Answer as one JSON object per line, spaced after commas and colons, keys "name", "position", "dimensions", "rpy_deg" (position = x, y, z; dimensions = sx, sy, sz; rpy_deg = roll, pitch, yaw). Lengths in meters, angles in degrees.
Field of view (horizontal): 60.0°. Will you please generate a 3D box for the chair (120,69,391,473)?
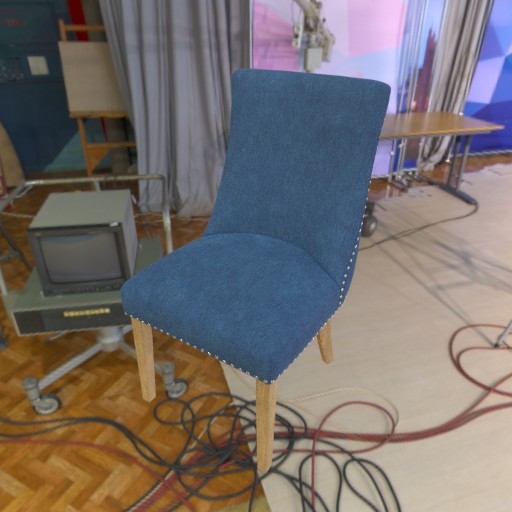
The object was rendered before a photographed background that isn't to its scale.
{"name": "chair", "position": [0.000, 0.000, 1.249], "dimensions": [0.495, 0.902, 0.610], "rpy_deg": [18, 35, 29]}
